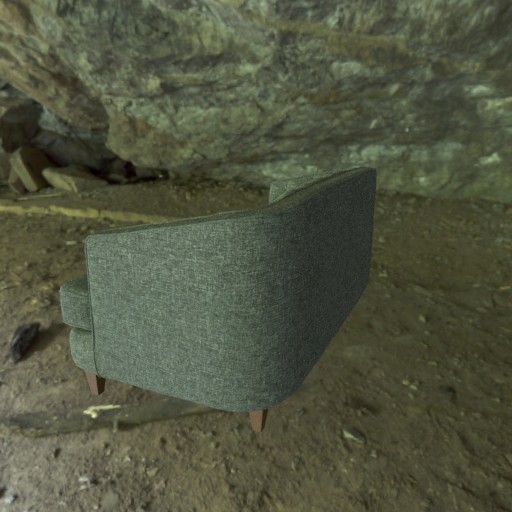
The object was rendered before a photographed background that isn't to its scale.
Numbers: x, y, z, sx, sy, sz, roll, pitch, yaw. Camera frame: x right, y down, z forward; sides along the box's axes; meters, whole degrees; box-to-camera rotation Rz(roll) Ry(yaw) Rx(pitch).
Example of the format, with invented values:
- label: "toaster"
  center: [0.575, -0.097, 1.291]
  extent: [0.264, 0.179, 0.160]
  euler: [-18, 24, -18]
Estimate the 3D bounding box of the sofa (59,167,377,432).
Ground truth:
- label: "sofa"
  center: [0.000, 0.000, 2.267]
  extent: [0.941, 0.855, 1.733]
  euler: [8, 18, 24]
